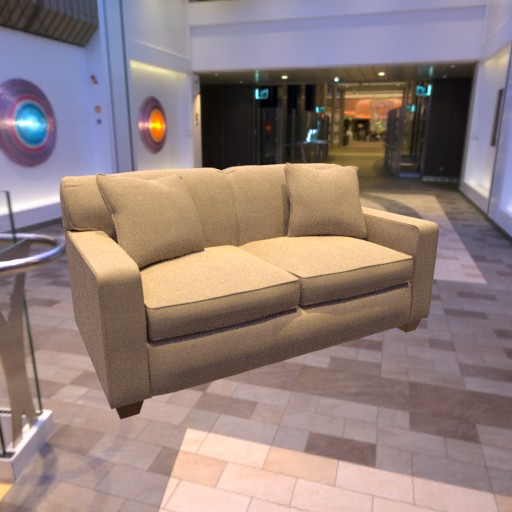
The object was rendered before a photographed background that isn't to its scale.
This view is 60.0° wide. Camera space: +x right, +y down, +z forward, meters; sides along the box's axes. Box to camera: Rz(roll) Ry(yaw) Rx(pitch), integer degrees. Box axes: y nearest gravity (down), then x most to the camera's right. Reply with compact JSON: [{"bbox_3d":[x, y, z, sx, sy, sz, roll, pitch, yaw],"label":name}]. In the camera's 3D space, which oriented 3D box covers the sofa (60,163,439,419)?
[{"bbox_3d":[0.000,0.000,2.456,1.846,0.958,0.998,-9,18,-28],"label":"sofa"}]
